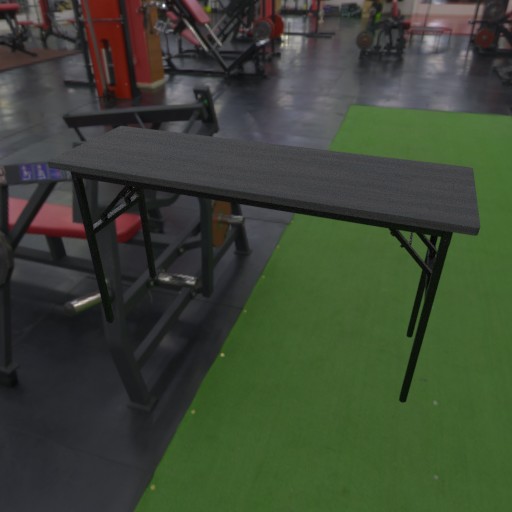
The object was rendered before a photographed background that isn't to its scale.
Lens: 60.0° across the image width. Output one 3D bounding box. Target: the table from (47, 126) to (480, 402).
[{"bbox_3d":[0.000,0.000,1.726,1.399,0.750,0.449,11,34,17],"label":"table"}]
